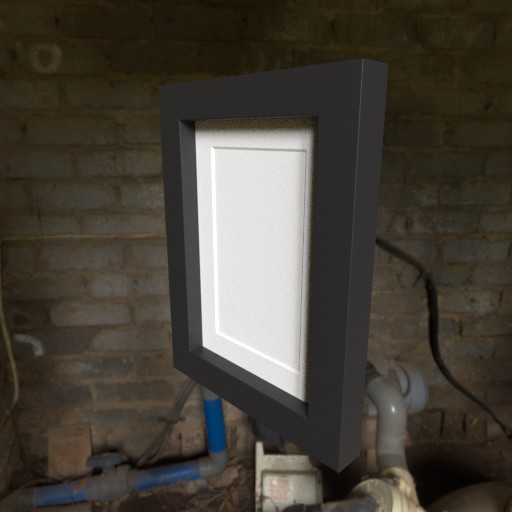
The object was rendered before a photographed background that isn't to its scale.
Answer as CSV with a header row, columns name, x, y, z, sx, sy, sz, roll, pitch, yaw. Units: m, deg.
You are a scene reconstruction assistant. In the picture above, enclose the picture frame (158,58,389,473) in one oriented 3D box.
name,x,y,z,sx,sy,sz,roll,pitch,yaw
picture frame,0.000,0.000,0.276,0.028,0.208,0.157,-14,21,-42
